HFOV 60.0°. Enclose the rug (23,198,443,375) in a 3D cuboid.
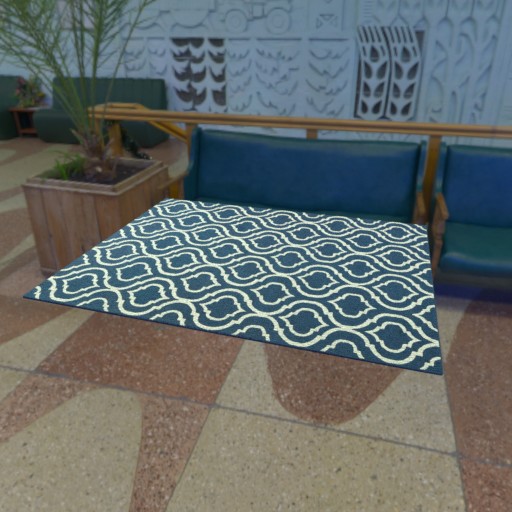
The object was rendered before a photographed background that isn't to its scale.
[{"bbox_3d":[0.000,0.000,3.834,2.881,0.020,2.270,8,27,15],"label":"rug"}]
